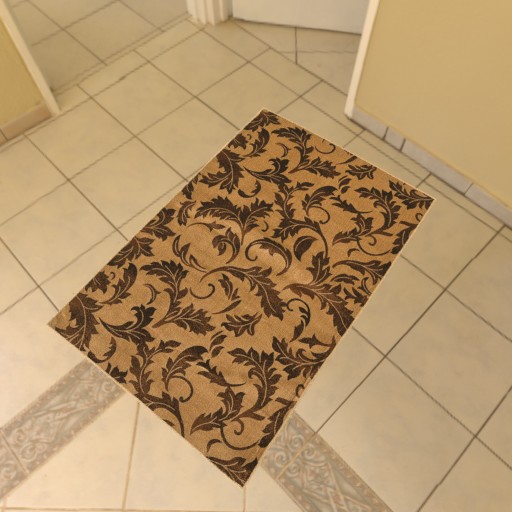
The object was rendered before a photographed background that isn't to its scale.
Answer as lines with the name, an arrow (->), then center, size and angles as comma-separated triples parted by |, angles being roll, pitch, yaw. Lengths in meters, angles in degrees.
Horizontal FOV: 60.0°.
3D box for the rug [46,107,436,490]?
rug -> 0.000, 0.000, 2.923 | 1.522, 0.008, 2.284 | 33, 67, 16
